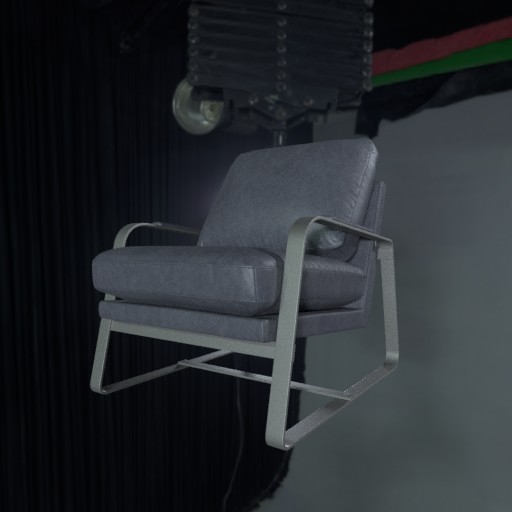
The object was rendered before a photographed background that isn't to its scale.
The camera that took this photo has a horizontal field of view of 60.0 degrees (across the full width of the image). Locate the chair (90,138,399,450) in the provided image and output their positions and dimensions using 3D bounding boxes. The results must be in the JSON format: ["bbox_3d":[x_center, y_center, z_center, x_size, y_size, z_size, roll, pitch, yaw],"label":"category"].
[{"bbox_3d":[0.000,0.000,1.478,0.692,0.839,0.878,1,2,35],"label":"chair"}]
